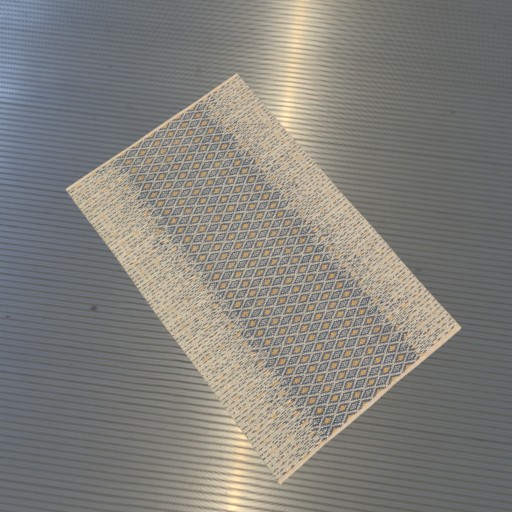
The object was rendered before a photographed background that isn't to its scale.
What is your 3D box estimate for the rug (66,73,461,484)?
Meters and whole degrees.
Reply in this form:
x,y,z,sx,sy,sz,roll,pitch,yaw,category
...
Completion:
x,y,z,sx,sy,sz,roll,pitch,yaw,category
0.000,0.000,3.046,1.541,0.008,2.448,-37,79,-8,rug
